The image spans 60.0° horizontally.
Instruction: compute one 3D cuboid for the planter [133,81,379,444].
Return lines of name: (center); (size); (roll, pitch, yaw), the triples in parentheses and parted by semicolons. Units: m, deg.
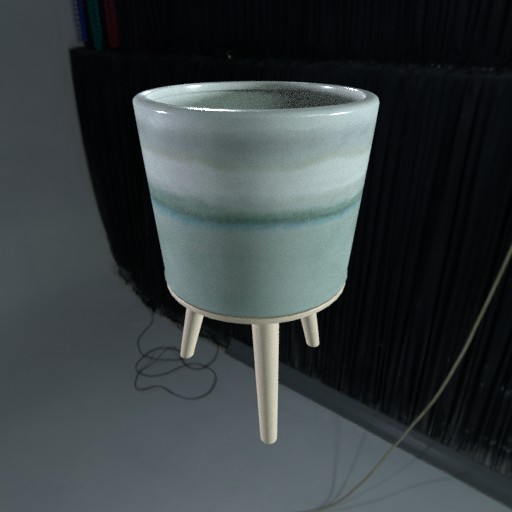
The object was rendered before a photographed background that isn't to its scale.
planter: (0.000, 0.000, 0.579); (0.265, 0.404, 0.265); (18, 32, 31)
